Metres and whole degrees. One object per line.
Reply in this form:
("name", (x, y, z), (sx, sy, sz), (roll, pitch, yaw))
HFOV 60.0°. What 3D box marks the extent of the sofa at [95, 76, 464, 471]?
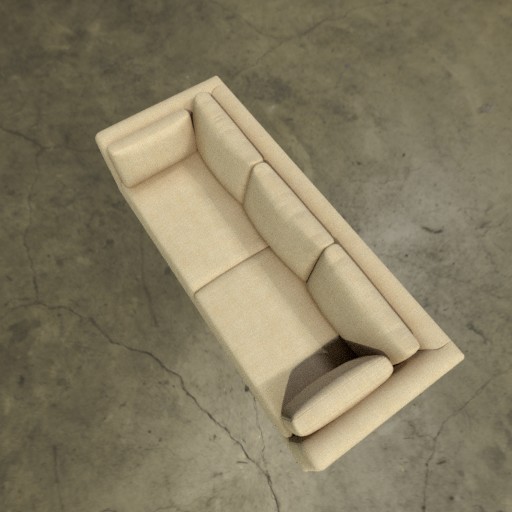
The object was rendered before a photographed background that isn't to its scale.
("sofa", (0.000, 0.000, 2.868), (0.969, 0.867, 2.415), (-32, 68, -14))
